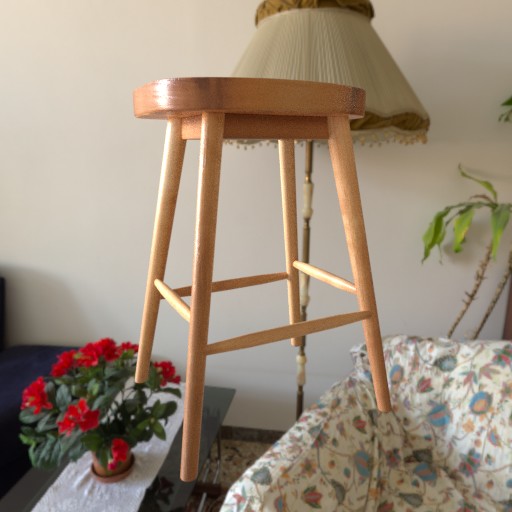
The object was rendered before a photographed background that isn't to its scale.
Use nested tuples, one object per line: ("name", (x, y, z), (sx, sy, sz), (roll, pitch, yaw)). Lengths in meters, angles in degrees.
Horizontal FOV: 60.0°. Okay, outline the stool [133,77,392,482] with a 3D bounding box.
("stool", (0.000, 0.000, 0.873), (0.440, 0.615, 0.361), (-7, 16, -26))
